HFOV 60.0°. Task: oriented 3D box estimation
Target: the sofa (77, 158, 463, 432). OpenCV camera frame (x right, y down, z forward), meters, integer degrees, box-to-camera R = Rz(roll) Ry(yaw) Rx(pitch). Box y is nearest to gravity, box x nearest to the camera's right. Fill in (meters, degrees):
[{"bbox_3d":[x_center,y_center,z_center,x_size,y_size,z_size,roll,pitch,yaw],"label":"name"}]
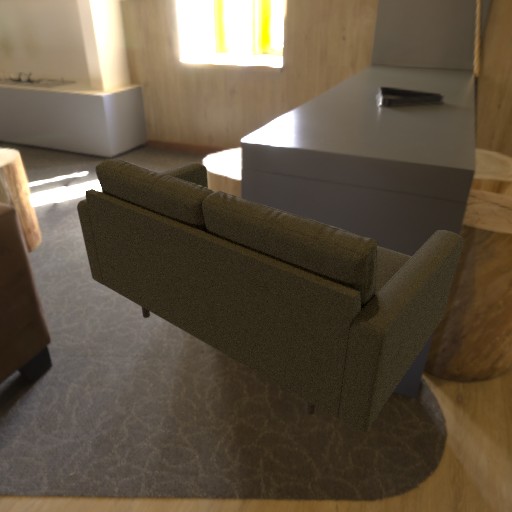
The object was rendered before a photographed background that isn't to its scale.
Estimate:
[{"bbox_3d":[0.000,0.000,2.276,1.730,0.897,0.889,21,36,32],"label":"sofa"}]
